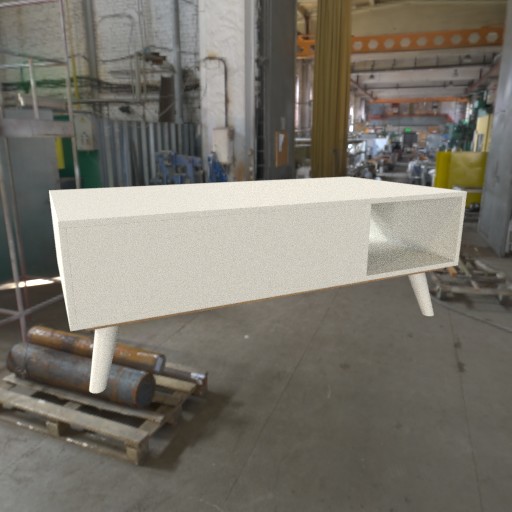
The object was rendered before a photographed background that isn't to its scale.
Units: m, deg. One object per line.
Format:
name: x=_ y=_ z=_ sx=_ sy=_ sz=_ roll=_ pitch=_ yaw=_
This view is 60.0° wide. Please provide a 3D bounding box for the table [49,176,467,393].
table: x=0.000 y=0.000 z=1.476 sx=1.194 sy=0.432 sz=0.609 roll=-7 pitch=17 yaw=-25
